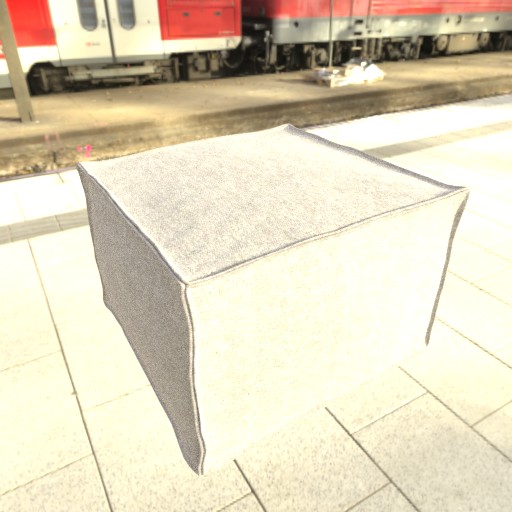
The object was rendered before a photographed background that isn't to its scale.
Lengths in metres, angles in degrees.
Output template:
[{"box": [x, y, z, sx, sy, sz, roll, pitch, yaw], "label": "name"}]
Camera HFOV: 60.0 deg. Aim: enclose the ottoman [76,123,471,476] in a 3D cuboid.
[{"box": [0.000, 0.000, 1.133, 0.707, 0.470, 0.696, -18, 35, -28], "label": "ottoman"}]
